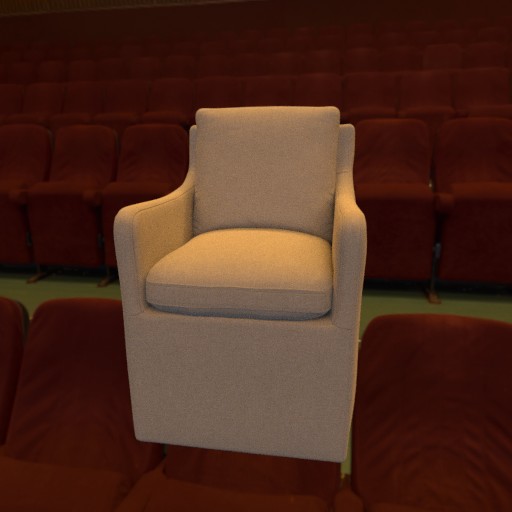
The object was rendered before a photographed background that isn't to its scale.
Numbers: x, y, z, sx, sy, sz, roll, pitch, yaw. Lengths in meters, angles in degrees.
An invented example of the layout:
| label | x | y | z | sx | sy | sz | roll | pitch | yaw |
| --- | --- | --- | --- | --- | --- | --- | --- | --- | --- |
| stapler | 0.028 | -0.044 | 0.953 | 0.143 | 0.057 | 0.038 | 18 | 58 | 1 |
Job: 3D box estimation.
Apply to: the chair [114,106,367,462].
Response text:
| label | x | y | z | sx | sy | sz | roll | pitch | yaw |
| --- | --- | --- | --- | --- | --- | --- | --- | --- | --- |
| chair | 0.000 | 0.000 | 1.371 | 0.626 | 0.914 | 0.694 | 2 | 14 | 9 |
